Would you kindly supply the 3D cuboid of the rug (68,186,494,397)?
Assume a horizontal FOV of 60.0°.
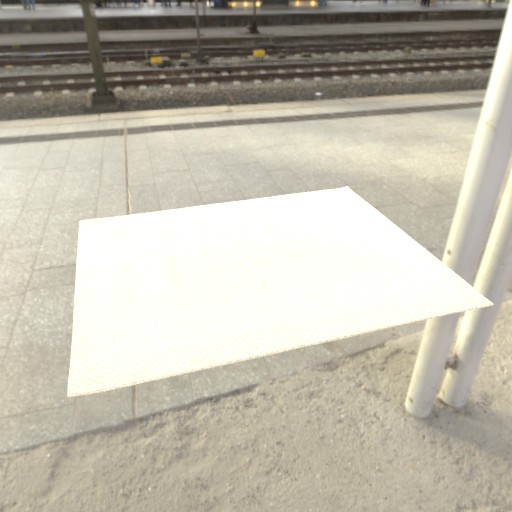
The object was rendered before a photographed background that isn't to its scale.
[{"bbox_3d":[0.000,0.000,3.751,2.897,0.035,2.277,-9,33,-15],"label":"rug"}]
